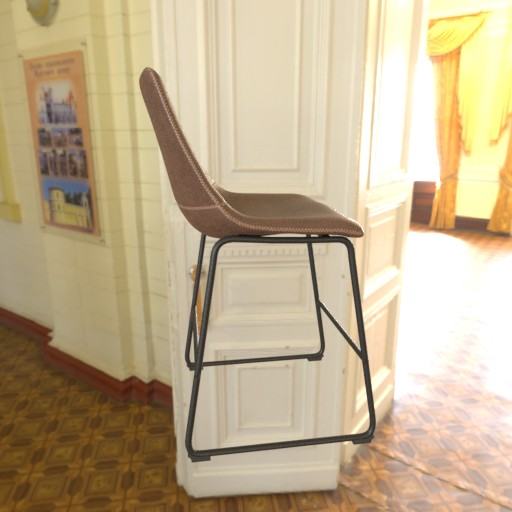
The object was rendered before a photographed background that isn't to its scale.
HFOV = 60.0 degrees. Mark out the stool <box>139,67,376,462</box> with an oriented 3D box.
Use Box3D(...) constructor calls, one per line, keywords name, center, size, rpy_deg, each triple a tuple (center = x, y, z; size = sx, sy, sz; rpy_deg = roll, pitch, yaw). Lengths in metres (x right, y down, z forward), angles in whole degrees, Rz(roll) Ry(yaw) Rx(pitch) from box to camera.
Box3D(name="stool", center=(0.000, 0.000, 1.192), size=(0.550, 0.890, 0.460), rpy_deg=(-2, 16, -9))
